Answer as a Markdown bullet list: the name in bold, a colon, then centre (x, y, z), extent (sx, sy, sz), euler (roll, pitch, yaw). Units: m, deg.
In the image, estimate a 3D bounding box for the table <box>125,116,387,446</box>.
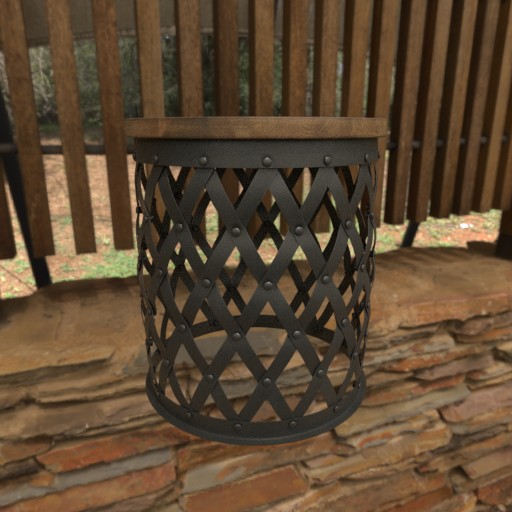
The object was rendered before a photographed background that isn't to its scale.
- **table**: centre (0.000, 0.000, 0.773), extent (0.405, 0.454, 0.405), euler (0, 16, 0)
